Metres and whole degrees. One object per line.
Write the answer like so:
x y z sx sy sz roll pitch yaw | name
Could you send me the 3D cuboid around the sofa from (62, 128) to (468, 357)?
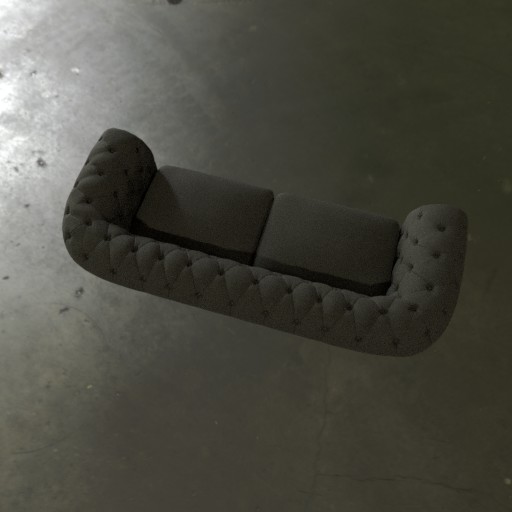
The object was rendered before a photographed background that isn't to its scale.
0.000 0.000 2.809 2.362 0.762 0.991 15 64 7 | sofa
